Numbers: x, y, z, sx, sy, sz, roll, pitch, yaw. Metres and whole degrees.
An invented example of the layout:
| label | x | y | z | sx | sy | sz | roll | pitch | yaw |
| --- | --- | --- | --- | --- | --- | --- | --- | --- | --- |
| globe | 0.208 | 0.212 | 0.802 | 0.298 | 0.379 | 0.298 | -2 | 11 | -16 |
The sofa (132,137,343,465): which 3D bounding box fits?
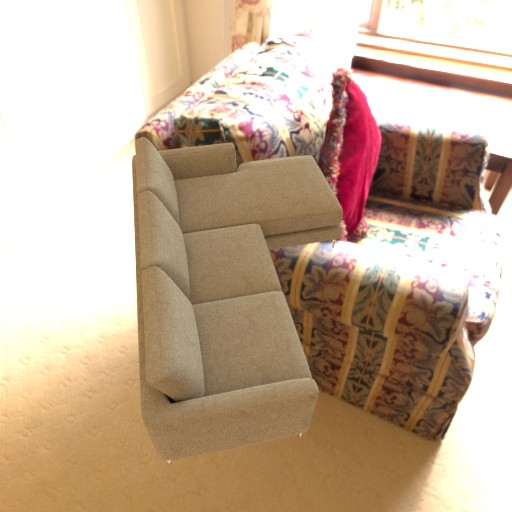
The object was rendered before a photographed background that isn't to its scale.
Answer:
| label | x | y | z | sx | sy | sz | roll | pitch | yaw |
| --- | --- | --- | --- | --- | --- | --- | --- | --- | --- |
| sofa | 0.000 | 0.000 | 3.155 | 1.626 | 0.864 | 2.438 | -9 | 46 | -9 |
